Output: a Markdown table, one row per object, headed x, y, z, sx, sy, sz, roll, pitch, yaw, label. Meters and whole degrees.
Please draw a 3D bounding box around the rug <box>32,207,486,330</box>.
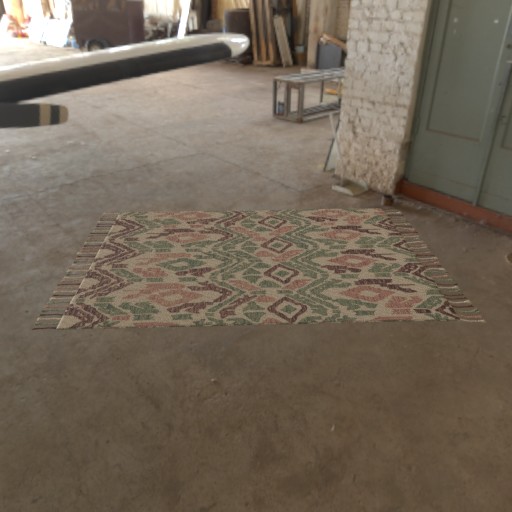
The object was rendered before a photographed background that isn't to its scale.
| x | y | z | sx | sy | sz | roll | pitch | yaw | label |
| --- | --- | --- | --- | --- | --- | --- | --- | --- | --- |
| 0.000 | 0.000 | 2.997 | 2.438 | 0.011 | 1.524 | -1 | 30 | -2 | rug |
